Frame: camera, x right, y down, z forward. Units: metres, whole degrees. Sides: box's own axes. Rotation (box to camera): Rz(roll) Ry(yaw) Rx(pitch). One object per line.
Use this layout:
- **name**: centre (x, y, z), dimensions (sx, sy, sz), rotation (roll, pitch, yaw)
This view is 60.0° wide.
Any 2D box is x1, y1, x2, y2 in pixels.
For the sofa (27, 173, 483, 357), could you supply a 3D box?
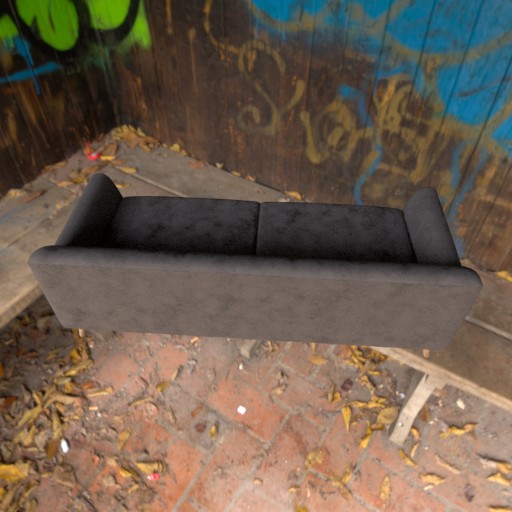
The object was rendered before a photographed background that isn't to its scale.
- **sofa**: centre (0.000, 0.000, 2.653), dimensions (2.190, 0.740, 0.900), rotation (3, 47, 3)
